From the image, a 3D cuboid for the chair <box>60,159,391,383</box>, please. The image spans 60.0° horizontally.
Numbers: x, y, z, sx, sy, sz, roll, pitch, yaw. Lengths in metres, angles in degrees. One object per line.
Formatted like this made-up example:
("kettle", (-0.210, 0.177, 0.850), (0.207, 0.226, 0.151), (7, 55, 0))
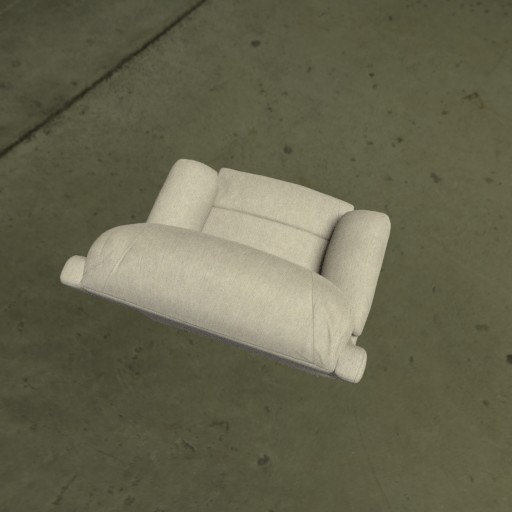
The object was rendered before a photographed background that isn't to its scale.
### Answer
("chair", (0.000, 0.000, 1.712), (0.930, 1.011, 0.899), (17, 64, 9))
